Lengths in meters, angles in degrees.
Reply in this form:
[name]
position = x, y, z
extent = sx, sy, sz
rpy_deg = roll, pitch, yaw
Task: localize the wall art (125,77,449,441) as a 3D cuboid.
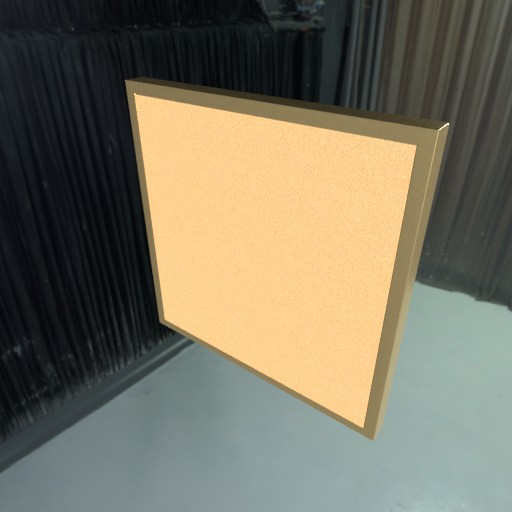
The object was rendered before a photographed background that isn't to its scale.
[wall art]
position = 0.000, 0.000, 0.444
extent = 0.305, 0.305, 0.023
rpy_deg = 21, 37, 31
